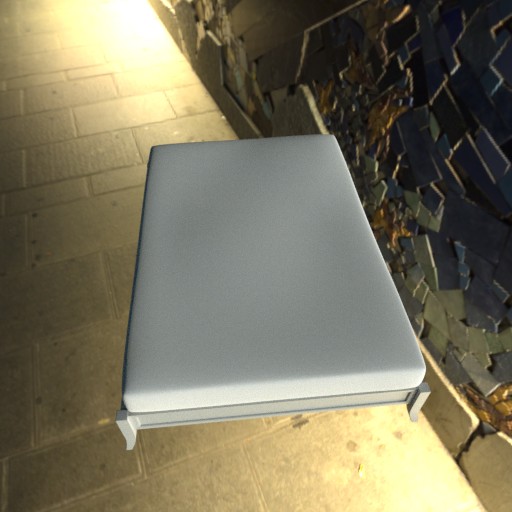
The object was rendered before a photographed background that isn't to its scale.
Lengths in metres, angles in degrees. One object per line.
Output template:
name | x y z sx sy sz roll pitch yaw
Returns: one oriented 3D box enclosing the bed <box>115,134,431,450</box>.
bed | 0.000 0.000 2.693 1.460 0.510 1.985 -4 47 -4
